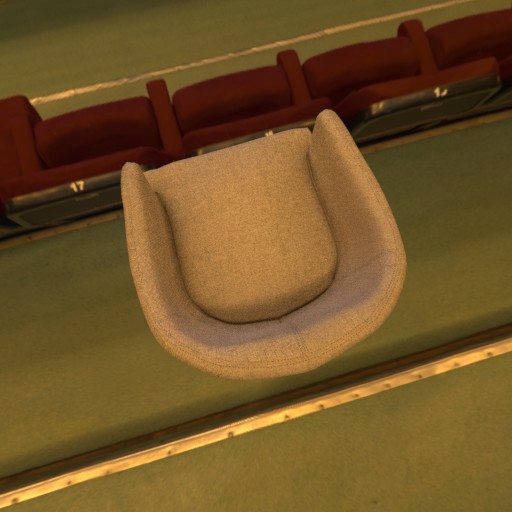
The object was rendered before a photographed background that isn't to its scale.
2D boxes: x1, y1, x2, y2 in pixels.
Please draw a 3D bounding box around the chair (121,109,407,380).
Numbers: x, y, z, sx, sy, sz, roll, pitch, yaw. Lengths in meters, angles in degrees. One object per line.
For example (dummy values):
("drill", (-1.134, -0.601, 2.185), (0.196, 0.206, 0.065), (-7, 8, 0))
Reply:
("chair", (0.000, 0.000, 1.243), (0.583, 0.811, 0.655), (-16, 76, -4))
